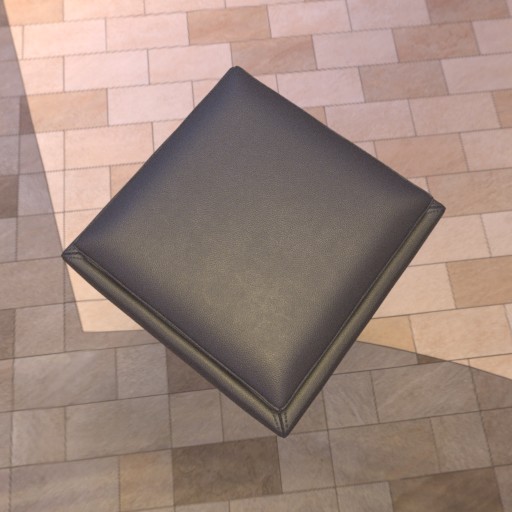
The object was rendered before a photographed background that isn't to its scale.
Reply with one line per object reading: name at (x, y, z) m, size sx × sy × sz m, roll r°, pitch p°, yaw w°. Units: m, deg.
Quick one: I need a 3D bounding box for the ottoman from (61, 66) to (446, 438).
ottoman at (0.000, 0.000, 0.840) m, size 0.450 × 0.460 × 0.451 m, roll 37°, pitch 78°, yaw 9°
